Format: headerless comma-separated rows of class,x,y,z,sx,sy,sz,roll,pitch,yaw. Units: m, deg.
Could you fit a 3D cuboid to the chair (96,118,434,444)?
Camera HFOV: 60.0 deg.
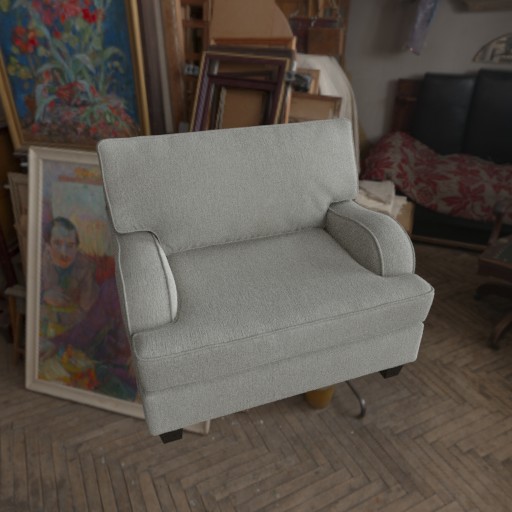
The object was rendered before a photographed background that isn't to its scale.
chair,0.000,0.000,2.004,1.220,1.016,1.041,-10,32,-17
